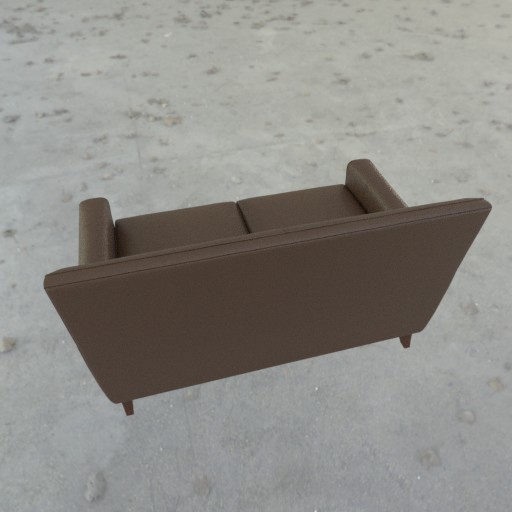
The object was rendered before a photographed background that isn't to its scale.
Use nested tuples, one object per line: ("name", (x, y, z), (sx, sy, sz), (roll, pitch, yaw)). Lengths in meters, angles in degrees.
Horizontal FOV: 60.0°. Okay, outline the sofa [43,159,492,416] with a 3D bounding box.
("sofa", (0.000, 0.000, 1.968), (1.468, 0.859, 0.853), (-10, 43, -11))
